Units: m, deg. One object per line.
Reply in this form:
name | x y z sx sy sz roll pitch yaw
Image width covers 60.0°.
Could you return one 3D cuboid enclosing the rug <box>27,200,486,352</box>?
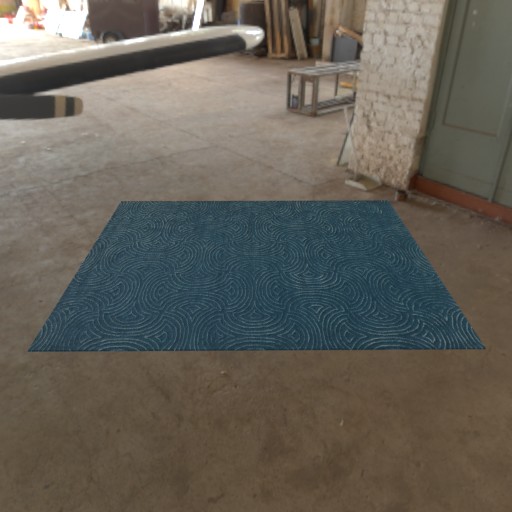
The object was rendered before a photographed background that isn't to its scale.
rug | 0.000 0.000 3.973 3.033 0.012 2.432 0 31 0
